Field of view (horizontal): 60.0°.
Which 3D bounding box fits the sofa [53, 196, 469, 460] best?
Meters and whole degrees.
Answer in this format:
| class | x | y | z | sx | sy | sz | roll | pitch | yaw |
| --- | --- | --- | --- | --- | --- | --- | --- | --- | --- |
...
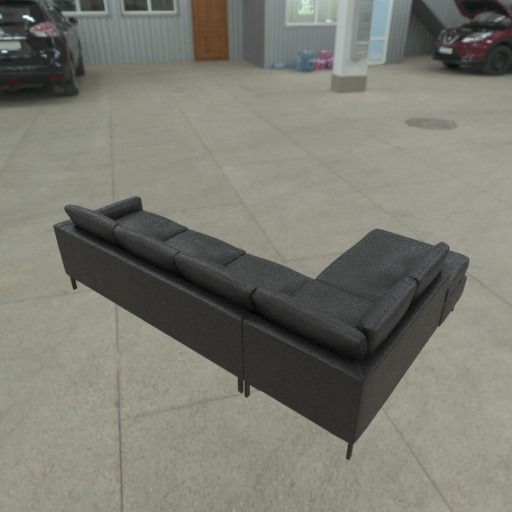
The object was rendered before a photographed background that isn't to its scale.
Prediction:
| class | x | y | z | sx | sy | sz | roll | pitch | yaw |
| --- | --- | --- | --- | --- | --- | --- | --- | --- | --- |
| sofa | 0.000 | 0.000 | 3.797 | 2.984 | 0.877 | 1.938 | 22 | 36 | 33 |
